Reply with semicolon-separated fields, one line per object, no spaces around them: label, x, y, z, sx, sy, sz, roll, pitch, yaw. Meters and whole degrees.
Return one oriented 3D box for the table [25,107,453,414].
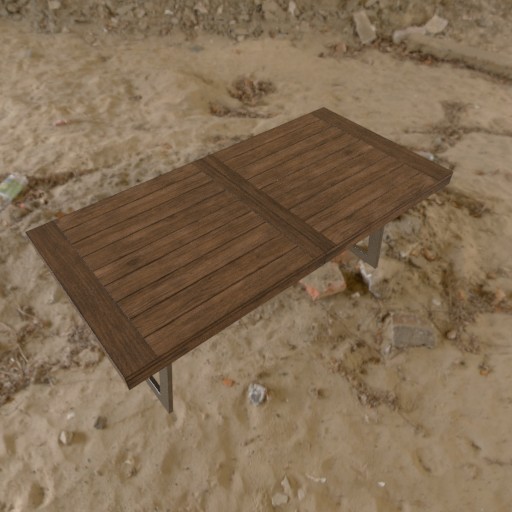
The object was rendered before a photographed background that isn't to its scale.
table;0.000;0.000;2.383;1.867;0.757;0.931;-30;52;-27
